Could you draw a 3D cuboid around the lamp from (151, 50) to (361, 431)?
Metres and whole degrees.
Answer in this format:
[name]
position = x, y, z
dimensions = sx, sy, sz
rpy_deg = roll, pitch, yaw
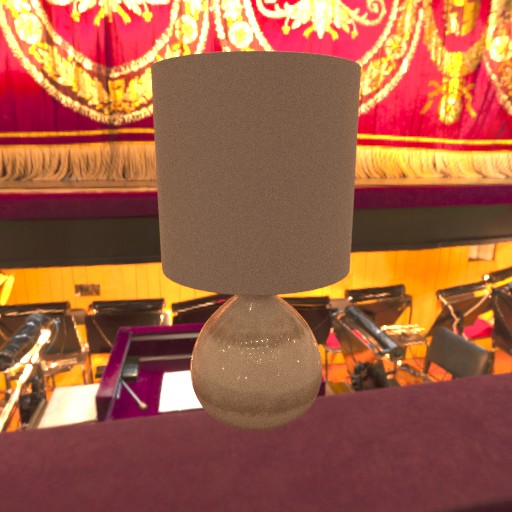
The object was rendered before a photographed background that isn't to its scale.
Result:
[lamp]
position = 0.000, 0.000, 0.518
dimensions = 0.217, 0.404, 0.217
rpy_deg = -3, 15, -10
